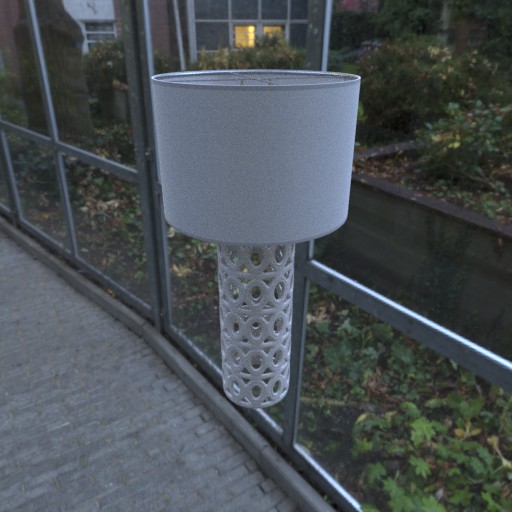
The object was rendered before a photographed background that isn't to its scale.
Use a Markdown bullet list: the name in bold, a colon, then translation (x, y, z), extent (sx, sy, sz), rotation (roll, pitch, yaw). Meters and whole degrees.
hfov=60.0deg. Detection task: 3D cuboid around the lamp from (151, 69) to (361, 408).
- **lamp**: translation (0.000, 0.000, 0.843), extent (0.325, 0.636, 0.324), rotation (-8, 27, -17)
